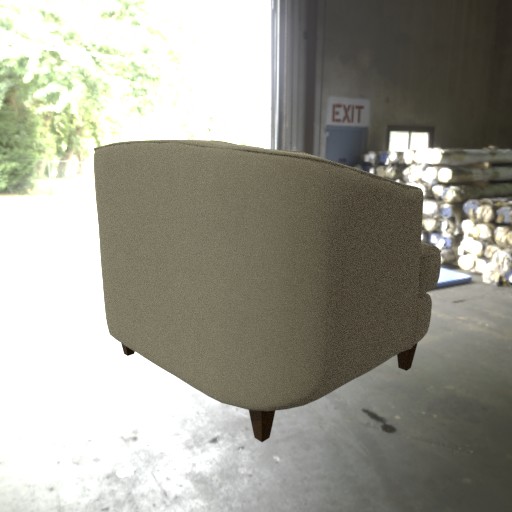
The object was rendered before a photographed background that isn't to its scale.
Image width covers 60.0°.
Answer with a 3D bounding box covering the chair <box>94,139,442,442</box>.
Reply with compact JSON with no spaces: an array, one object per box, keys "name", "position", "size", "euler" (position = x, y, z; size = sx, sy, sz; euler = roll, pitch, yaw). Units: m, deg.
[{"name":"chair","position":[0.000,0.000,1.713],"size":[0.941,0.852,1.104],"euler":[-13,18,-43]}]
